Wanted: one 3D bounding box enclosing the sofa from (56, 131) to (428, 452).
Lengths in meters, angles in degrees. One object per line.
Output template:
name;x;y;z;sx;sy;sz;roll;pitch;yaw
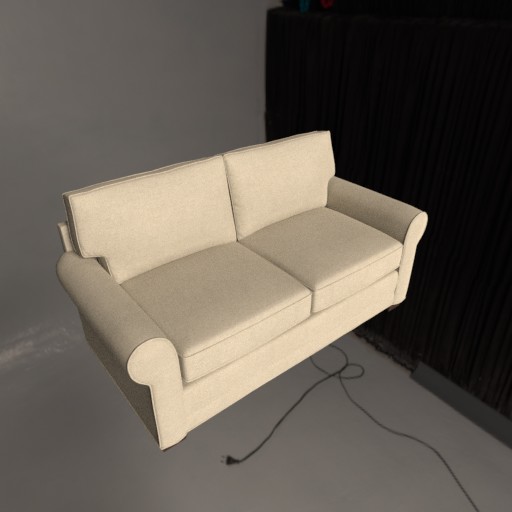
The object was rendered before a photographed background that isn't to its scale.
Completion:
sofa;0.000;0.000;2.281;1.774;0.933;0.861;-23;38;-32
